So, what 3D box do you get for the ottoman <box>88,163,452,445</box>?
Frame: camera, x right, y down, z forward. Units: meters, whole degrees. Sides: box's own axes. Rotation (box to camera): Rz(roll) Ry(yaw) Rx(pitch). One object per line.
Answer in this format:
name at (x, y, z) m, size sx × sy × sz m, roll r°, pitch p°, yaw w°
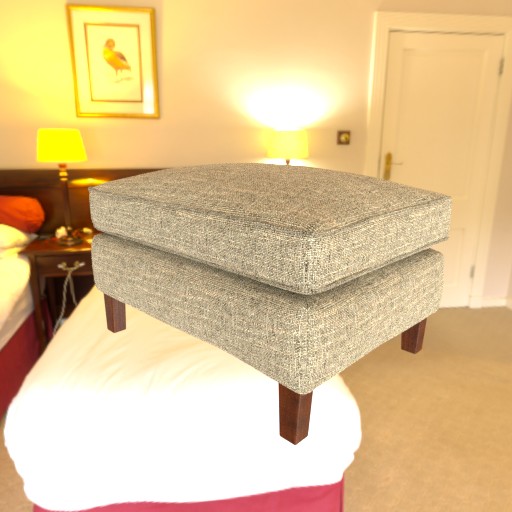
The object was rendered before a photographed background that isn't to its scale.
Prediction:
ottoman at (0.000, 0.000, 0.998) m, size 0.686 × 0.406 × 0.508 m, roll 15°, pitch 22°, yaw 42°
